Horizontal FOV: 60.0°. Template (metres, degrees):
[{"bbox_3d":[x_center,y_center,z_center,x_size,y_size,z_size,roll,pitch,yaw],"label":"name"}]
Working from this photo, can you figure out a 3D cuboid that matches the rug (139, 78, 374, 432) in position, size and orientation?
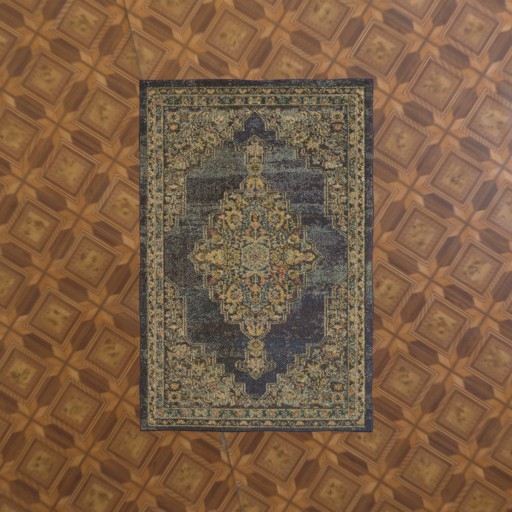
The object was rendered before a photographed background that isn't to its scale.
[{"bbox_3d":[0.000,0.000,2.231,1.184,0.012,1.781,0,90,1],"label":"rug"}]
